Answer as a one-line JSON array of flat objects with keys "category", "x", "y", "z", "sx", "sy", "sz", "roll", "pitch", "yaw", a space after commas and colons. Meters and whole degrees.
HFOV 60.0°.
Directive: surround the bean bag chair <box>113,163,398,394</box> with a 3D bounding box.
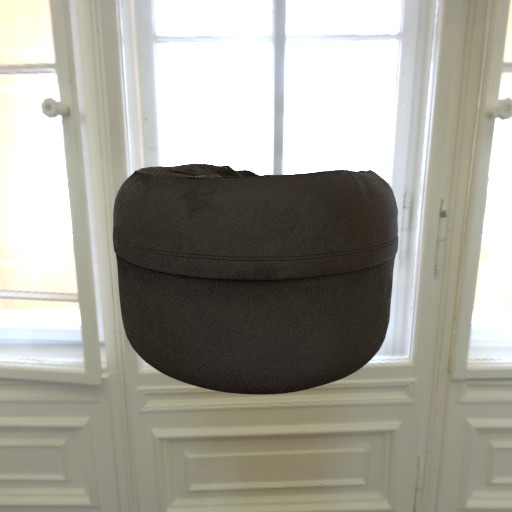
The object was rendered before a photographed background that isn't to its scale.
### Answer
[{"category": "bean bag chair", "x": 0.000, "y": 0.000, "z": 1.497, "sx": 0.918, "sy": 0.605, "sz": 0.918, "roll": 0, "pitch": 14, "yaw": 0}]
